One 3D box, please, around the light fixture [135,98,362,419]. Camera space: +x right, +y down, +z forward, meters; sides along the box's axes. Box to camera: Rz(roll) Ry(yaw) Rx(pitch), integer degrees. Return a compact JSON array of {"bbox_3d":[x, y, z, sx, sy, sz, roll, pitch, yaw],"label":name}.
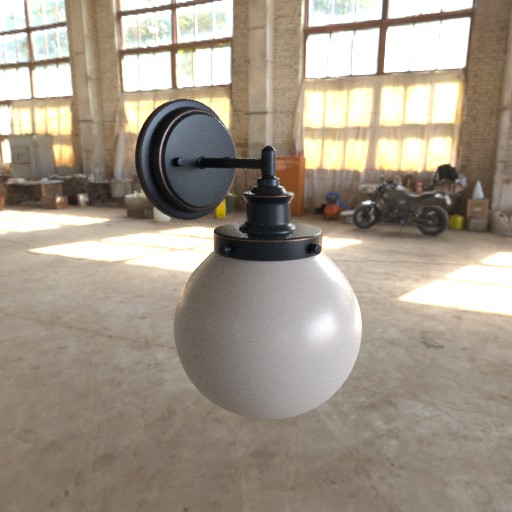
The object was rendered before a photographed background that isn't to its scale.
[{"bbox_3d":[0.000,0.000,0.469,0.230,0.332,0.197,12,18,42],"label":"light fixture"}]
